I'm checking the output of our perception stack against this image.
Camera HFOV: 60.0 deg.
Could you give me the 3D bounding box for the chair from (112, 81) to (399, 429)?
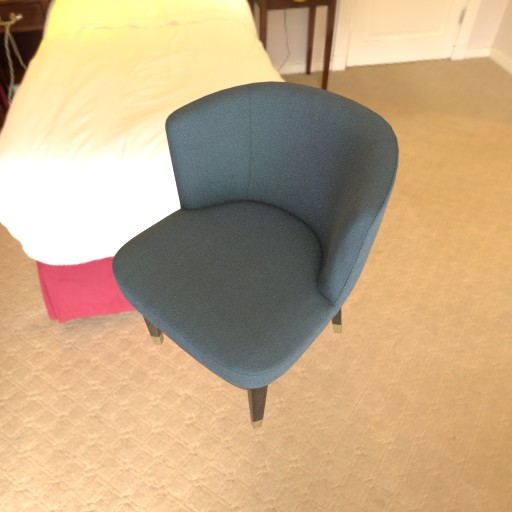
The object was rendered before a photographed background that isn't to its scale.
[{"bbox_3d":[0.000,0.000,1.316,0.661,0.760,0.702,32,54,27],"label":"chair"}]
